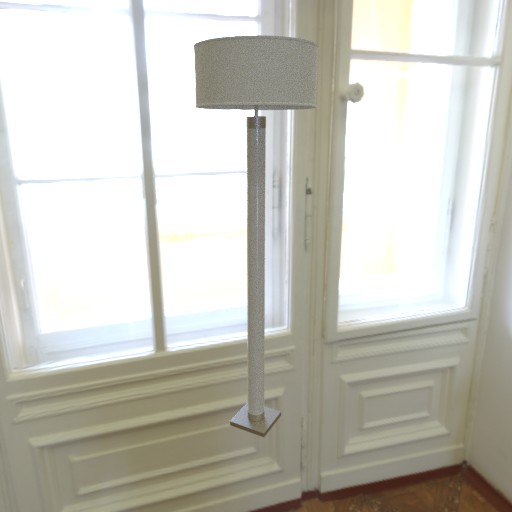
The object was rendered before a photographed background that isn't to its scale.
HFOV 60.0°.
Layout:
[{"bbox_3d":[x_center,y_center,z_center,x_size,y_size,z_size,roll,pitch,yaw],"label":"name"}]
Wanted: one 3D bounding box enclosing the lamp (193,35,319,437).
[{"bbox_3d":[0.000,0.000,1.692,0.420,1.475,0.420,9,18,27],"label":"lamp"}]
